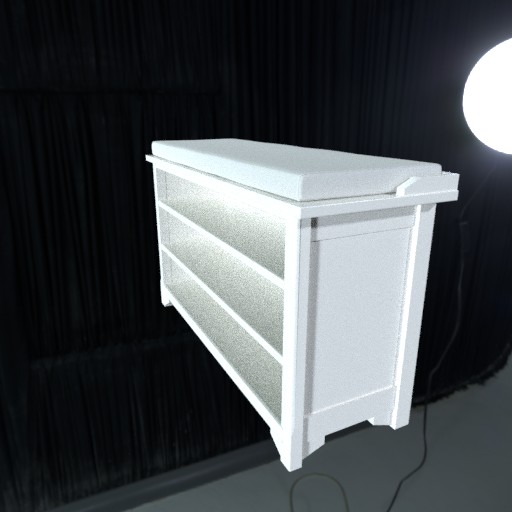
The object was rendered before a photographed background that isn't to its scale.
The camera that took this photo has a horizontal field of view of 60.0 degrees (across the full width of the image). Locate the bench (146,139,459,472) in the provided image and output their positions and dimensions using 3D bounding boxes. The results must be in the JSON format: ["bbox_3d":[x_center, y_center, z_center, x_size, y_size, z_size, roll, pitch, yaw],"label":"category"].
[{"bbox_3d":[0.000,0.000,1.245,0.346,0.589,0.987,-9,20,-25],"label":"bench"}]
